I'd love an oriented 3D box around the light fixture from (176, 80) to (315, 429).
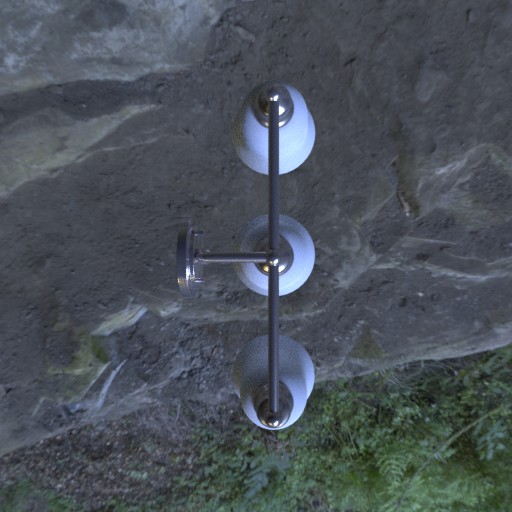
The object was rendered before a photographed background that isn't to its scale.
[{"bbox_3d":[0.000,0.000,0.674,0.198,0.211,0.570,0,91,2],"label":"light fixture"}]
